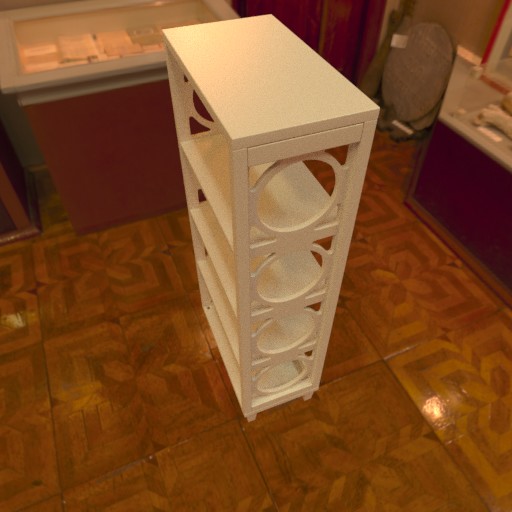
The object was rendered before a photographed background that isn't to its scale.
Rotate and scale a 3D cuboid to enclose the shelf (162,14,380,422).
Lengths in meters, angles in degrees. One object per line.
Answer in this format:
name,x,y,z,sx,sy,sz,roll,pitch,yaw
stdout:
shelf,0.000,0.000,1.624,0.340,1.411,0.611,-16,49,-14
